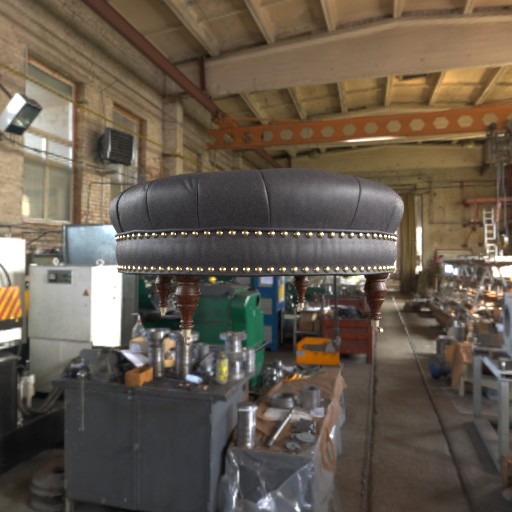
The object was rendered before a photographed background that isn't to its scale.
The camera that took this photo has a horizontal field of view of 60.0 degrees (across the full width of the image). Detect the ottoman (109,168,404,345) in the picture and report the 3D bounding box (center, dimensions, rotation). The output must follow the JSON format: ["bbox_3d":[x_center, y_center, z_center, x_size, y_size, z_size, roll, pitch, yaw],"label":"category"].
[{"bbox_3d":[0.000,0.000,1.415,0.901,0.439,0.901,0,0,0],"label":"ottoman"}]
